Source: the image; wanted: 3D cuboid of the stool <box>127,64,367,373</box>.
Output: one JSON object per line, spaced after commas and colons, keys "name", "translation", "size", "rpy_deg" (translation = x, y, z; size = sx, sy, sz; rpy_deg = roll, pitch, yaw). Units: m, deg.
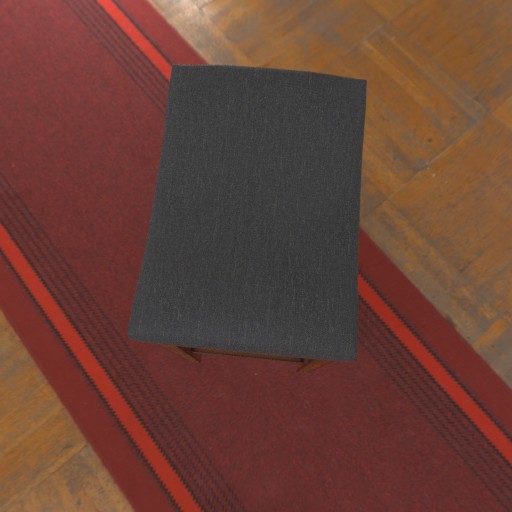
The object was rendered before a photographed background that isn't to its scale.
{"name": "stool", "translation": [0.000, 0.000, 1.049], "size": [0.366, 0.760, 0.502], "rpy_deg": [5, 75, 1]}
